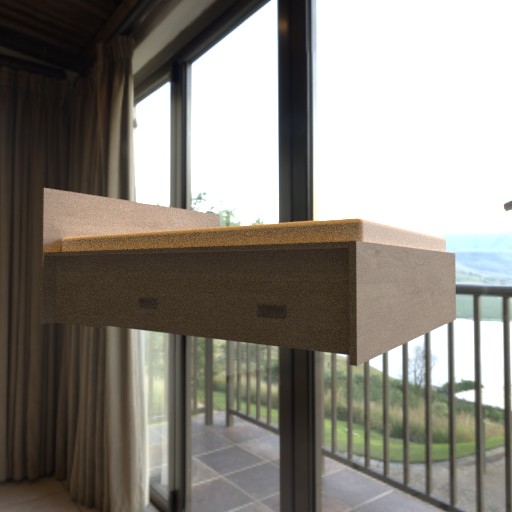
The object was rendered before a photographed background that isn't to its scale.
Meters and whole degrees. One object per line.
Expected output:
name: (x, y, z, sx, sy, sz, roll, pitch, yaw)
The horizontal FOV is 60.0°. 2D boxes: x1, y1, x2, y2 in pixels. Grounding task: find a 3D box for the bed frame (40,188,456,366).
bed frame: (0.000, 0.000, 2.718, 1.960, 0.800, 1.622, -1, -2, 35)
